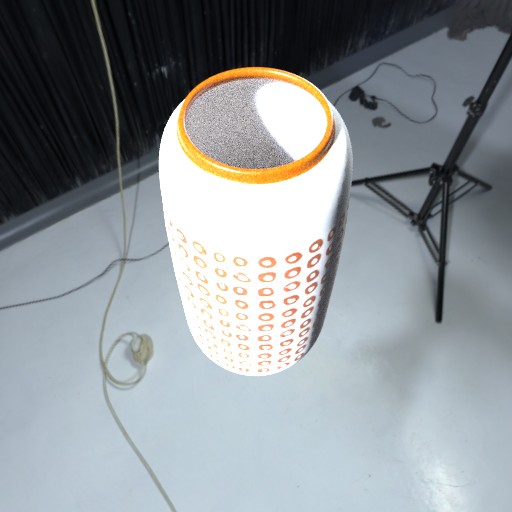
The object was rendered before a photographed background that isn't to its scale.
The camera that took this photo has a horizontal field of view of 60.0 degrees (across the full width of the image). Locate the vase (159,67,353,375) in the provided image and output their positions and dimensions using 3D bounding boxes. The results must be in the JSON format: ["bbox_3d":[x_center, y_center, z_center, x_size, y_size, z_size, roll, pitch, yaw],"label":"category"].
[{"bbox_3d":[0.000,0.000,0.352,0.133,0.282,0.133,0,58,0],"label":"vase"}]
